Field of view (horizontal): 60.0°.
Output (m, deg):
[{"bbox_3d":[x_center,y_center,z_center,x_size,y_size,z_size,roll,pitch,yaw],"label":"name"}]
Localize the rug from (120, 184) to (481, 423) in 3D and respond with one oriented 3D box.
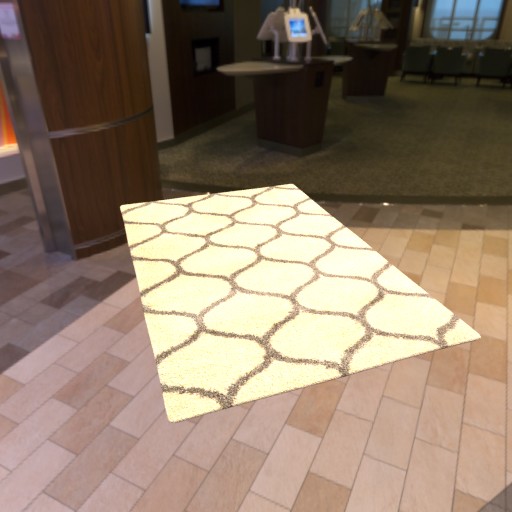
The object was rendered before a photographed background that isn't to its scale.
[{"bbox_3d":[0.000,0.000,3.389,1.801,0.026,2.701,-10,31,-17],"label":"rug"}]
